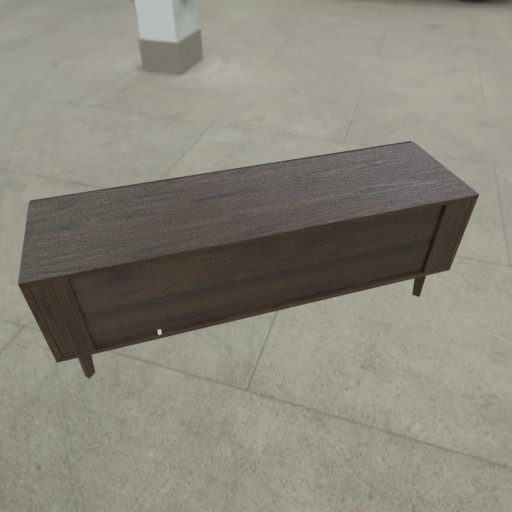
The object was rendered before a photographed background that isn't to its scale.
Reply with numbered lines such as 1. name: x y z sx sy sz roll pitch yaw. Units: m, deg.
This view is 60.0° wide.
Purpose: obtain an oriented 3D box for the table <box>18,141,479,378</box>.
1. table: 0.000 0.000 1.597 1.397 0.508 0.405 -12 42 -13
